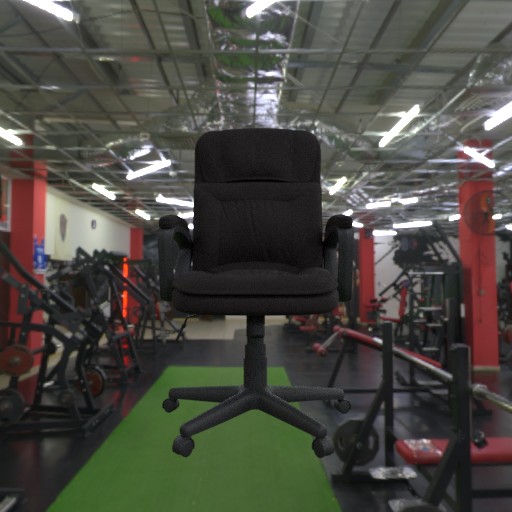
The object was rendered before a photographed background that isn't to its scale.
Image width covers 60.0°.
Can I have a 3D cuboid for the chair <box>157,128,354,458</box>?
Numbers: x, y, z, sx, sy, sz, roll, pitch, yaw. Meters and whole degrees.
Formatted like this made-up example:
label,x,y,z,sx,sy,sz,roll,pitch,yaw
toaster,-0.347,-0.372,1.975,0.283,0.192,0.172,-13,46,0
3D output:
label,x,y,z,sx,sy,sz,roll,pitch,yaw
chair,0.000,0.000,1.546,0.667,1.105,0.724,0,-2,1
